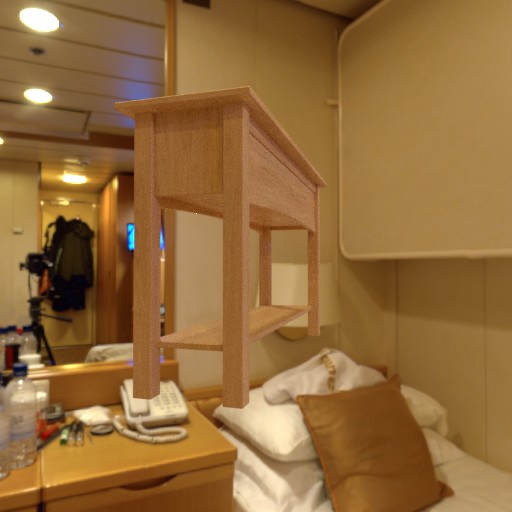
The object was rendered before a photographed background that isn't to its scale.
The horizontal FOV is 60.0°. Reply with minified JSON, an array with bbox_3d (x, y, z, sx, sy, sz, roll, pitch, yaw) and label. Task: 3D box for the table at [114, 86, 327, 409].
[{"bbox_3d":[0.000,0.000,1.619,0.350,0.730,1.240,0,-1,17],"label":"table"}]
